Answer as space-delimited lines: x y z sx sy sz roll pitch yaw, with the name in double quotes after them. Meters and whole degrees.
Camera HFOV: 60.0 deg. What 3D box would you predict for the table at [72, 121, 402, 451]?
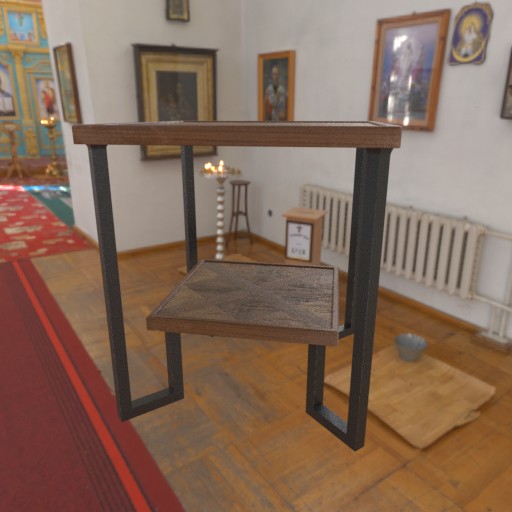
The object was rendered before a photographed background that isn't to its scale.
0.000 0.000 0.977 0.503 0.563 0.503 3 18 10 "table"
